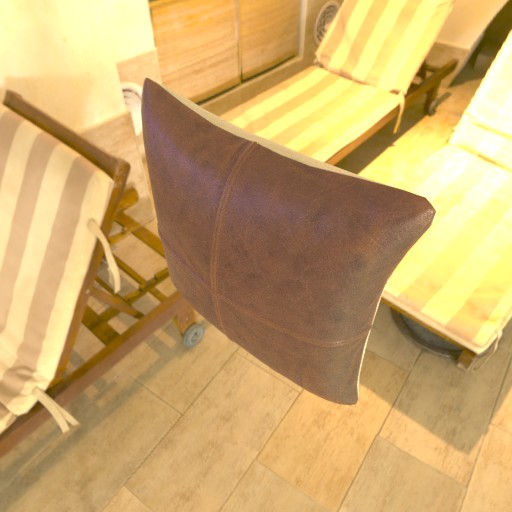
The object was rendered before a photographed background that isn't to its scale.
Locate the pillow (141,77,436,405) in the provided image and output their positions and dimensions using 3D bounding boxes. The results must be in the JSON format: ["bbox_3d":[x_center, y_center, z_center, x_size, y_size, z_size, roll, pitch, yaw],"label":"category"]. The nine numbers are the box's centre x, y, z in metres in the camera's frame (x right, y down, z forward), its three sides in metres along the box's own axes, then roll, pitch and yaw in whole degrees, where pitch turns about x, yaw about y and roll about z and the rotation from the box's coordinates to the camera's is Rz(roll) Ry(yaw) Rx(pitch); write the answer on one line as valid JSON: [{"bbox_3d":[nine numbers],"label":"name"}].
[{"bbox_3d":[0.000,0.000,0.728,0.484,0.470,0.192,32,54,27],"label":"pillow"}]
